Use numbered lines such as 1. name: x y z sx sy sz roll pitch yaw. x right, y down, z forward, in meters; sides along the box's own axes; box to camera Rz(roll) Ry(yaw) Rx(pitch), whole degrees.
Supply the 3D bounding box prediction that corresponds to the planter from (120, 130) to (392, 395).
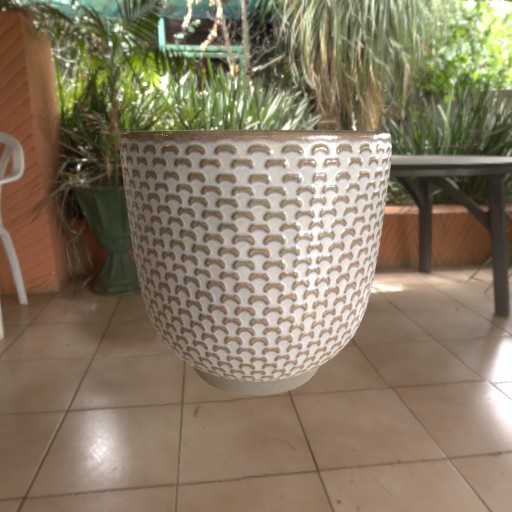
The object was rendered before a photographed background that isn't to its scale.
1. planter: 0.000 0.000 0.356 0.197 0.191 0.197 0 15 0
